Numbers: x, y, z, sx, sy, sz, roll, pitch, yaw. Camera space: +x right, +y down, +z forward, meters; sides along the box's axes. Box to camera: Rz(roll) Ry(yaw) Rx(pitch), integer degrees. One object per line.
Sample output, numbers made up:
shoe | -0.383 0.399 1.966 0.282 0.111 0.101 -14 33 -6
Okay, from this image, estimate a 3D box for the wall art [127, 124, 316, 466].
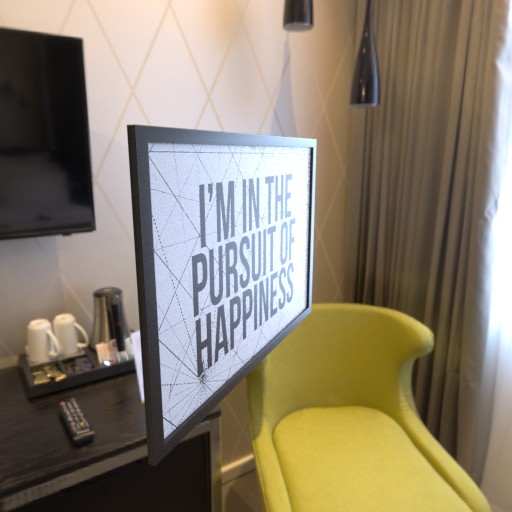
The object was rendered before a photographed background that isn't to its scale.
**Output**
wall art | 0.000 0.000 1.044 0.015 0.552 0.819 6 15 25
